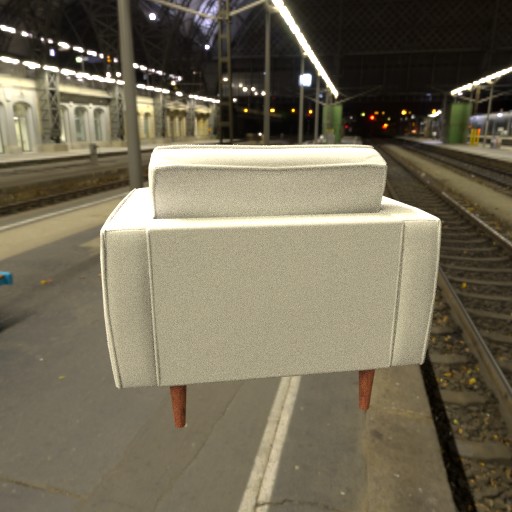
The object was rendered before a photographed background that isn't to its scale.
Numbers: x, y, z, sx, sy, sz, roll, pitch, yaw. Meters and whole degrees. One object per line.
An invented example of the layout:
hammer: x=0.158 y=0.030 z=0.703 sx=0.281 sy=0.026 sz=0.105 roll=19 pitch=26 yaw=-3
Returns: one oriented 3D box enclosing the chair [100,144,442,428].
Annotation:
chair: x=0.000 y=0.000 z=1.557 sx=0.928 sy=0.773 sz=0.843 roll=-2 pitch=16 yaw=-8
